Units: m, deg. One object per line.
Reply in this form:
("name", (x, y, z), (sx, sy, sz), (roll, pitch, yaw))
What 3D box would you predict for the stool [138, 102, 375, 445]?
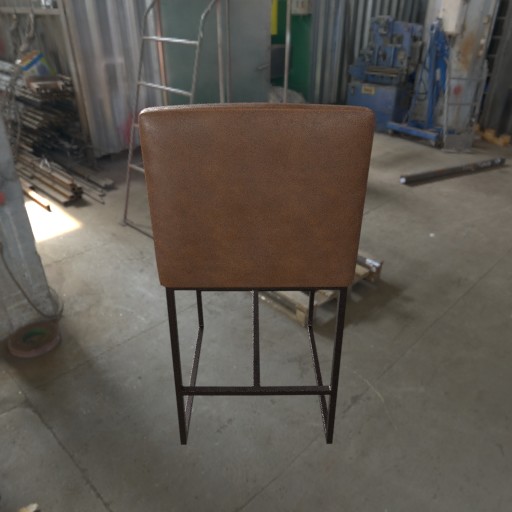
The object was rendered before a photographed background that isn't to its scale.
("stool", (0.000, 0.000, 1.271), (0.463, 0.942, 0.562), (0, 30, 0))
